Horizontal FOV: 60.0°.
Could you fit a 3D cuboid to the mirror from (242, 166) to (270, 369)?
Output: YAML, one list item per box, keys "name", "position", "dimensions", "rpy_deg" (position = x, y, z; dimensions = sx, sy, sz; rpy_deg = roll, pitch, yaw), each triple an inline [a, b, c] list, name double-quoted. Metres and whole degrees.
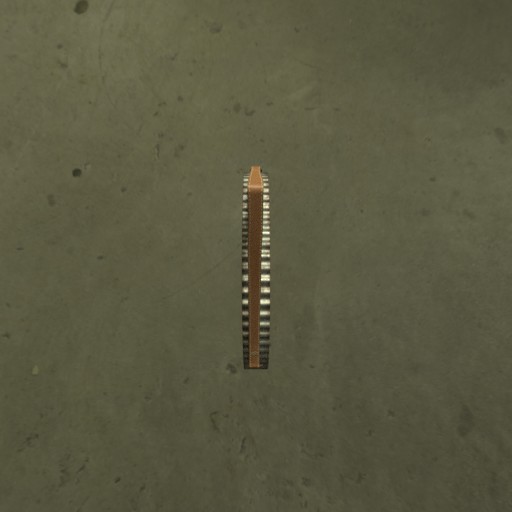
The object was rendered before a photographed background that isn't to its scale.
- name: "mirror"
  position: [0.000, 0.000, 0.715]
  dimensions: [0.042, 0.568, 0.355]
  rpy_deg: [0, 76, 0]
